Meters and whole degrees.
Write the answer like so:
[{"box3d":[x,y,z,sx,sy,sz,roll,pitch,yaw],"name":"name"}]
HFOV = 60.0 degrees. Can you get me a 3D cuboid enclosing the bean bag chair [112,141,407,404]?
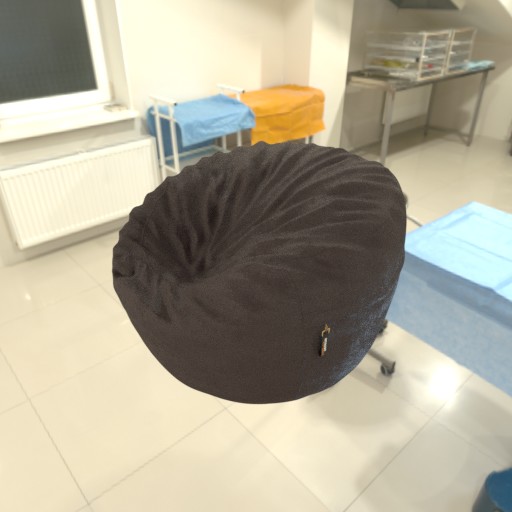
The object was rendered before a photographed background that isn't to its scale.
[{"box3d":[0.000,0.000,2.014,1.245,0.821,1.245,0,32,0],"name":"bean bag chair"}]
